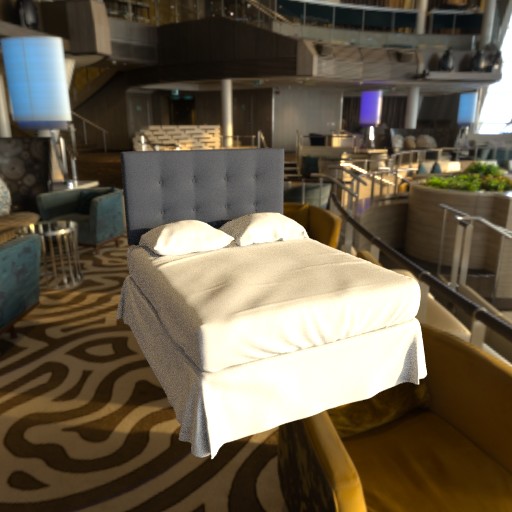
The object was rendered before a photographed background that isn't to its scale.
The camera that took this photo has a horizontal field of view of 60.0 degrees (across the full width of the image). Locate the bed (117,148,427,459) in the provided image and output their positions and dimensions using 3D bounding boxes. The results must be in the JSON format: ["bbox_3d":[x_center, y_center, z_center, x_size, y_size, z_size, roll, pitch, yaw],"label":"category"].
[{"bbox_3d":[0.000,0.000,3.555,1.936,1.577,2.222,-8,18,-26],"label":"bed"}]
